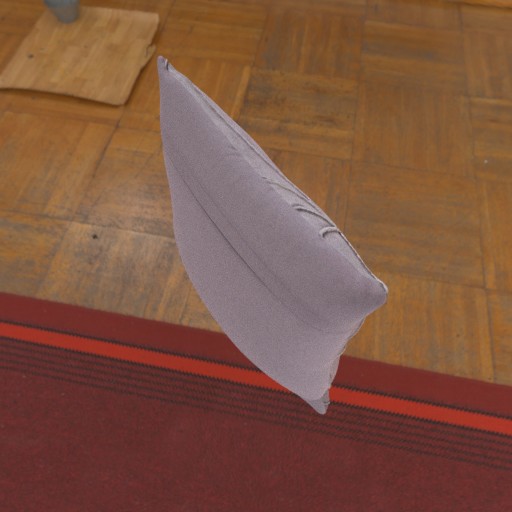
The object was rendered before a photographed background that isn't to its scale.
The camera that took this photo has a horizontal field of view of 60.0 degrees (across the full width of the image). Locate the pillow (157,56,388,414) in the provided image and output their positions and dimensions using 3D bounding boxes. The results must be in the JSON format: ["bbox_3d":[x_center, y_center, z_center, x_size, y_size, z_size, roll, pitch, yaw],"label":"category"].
[{"bbox_3d":[0.000,0.000,0.669,0.185,0.440,0.439,-31,64,-17],"label":"pillow"}]
